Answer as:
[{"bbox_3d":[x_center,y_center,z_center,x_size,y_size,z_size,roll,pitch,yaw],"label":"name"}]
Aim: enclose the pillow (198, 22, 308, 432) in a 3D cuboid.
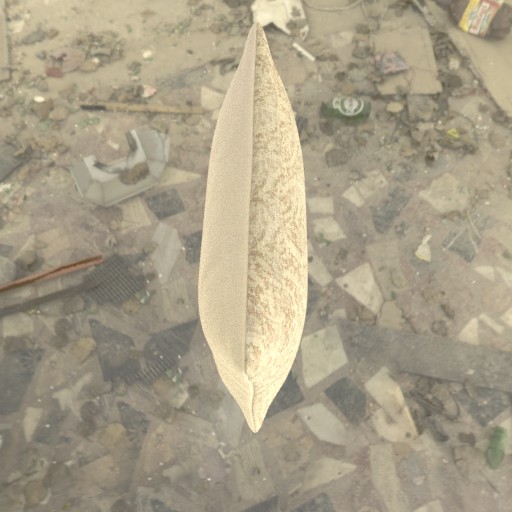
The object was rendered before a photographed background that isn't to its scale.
[{"bbox_3d":[0.000,0.000,0.765,0.166,0.510,0.523,1,63,1],"label":"pillow"}]
